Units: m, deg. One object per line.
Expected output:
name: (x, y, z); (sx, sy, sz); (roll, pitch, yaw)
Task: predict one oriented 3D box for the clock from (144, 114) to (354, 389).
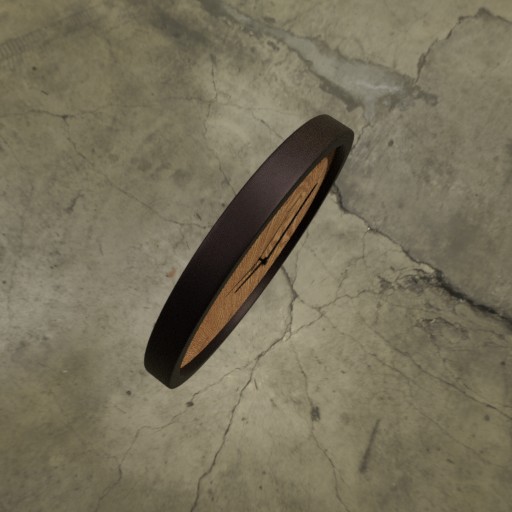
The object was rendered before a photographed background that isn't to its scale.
clock: (0.000, 0.000, 0.467); (0.029, 0.314, 0.314); (35, 78, 8)
